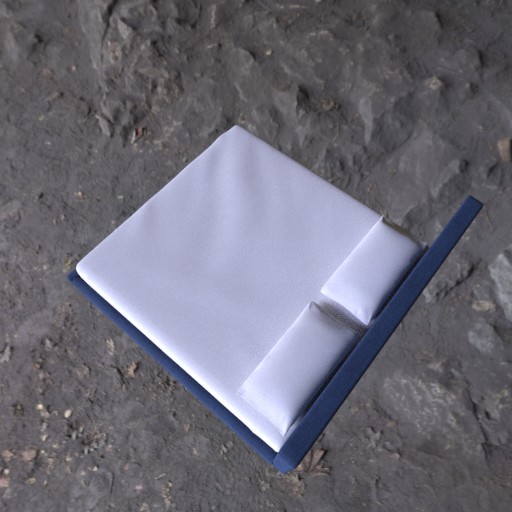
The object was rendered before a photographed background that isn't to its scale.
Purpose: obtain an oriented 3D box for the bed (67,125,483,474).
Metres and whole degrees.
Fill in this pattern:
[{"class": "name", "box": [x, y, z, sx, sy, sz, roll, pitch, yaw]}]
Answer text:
[{"class": "bed", "box": [0.000, 0.000, 3.425, 2.232, 1.231, 2.096, 36, 68, 17]}]
